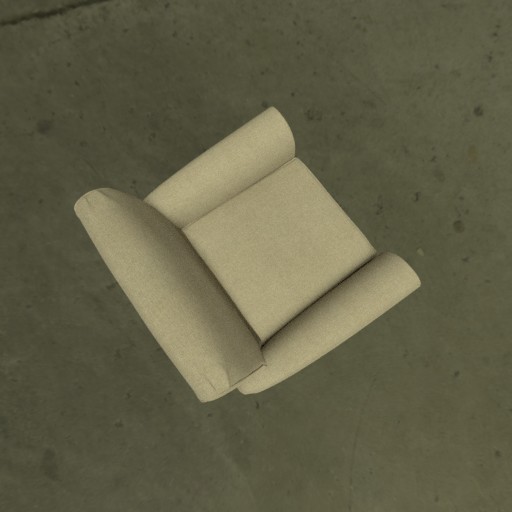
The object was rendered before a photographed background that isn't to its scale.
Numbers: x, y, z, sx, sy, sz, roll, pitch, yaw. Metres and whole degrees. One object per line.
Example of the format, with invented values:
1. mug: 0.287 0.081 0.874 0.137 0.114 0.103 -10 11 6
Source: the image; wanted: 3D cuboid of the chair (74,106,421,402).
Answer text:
1. chair: 0.000 0.000 1.819 0.905 1.061 0.978 -35 77 -9
